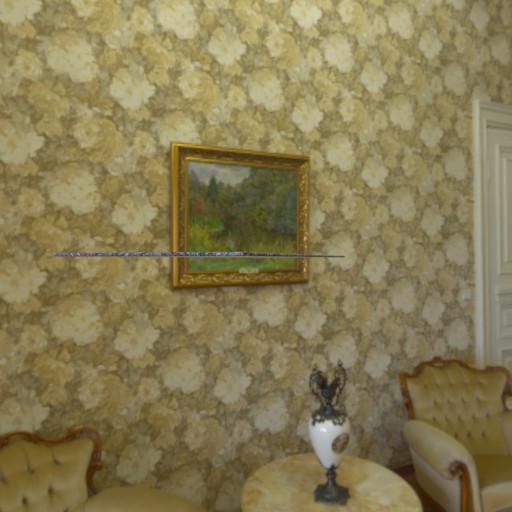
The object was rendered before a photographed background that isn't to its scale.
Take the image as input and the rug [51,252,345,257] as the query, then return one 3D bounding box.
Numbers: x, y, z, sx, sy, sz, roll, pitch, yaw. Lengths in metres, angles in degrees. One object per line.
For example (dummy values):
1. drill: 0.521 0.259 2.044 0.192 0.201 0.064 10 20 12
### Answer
1. rug: 0.000 0.000 2.477 0.719 0.013 2.305 0 0 18
